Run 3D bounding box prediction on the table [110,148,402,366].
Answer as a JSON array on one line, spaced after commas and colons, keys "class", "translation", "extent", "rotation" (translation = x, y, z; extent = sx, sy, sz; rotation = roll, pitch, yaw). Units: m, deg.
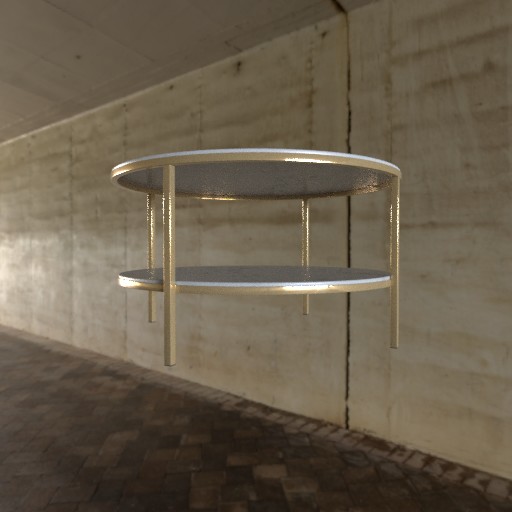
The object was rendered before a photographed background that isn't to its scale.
[{"class": "table", "translation": [0.000, 0.000, 1.287], "extent": [0.800, 0.450, 0.800], "rotation": [0, 1, 0]}]
